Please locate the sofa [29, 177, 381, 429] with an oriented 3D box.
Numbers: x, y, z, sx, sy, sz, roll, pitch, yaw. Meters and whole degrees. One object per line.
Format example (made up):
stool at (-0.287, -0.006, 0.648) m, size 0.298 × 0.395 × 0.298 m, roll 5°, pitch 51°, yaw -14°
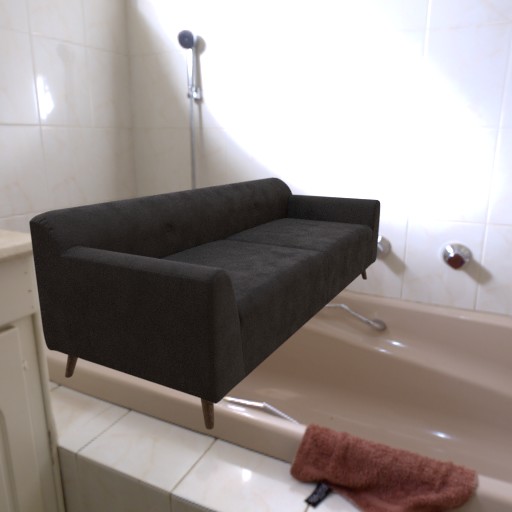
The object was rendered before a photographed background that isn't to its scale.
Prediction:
sofa at (0.000, 0.000, 2.577) m, size 0.900 × 0.740 × 2.190 m, roll 8°, pitch 16°, yaw 28°
